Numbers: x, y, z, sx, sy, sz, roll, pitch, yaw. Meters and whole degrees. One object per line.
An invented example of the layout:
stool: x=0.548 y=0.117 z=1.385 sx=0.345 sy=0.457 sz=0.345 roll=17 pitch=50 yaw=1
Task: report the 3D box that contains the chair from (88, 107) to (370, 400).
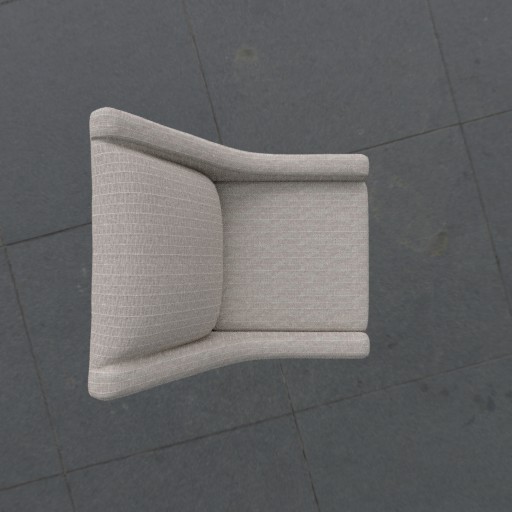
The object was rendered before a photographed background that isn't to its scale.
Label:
chair: x=0.000 y=0.000 z=1.621 sx=0.870 sy=1.014 sz=0.774 roll=0 pitch=89 yaw=0
